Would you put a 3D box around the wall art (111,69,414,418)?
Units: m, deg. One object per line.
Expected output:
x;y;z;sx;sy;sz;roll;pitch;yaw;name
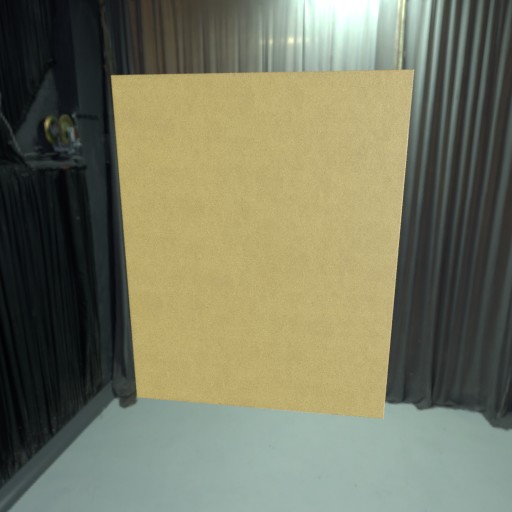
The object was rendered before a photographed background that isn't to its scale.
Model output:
0.000;0.000;1.304;0.798;1.002;0.030;2;16;8;wall art
